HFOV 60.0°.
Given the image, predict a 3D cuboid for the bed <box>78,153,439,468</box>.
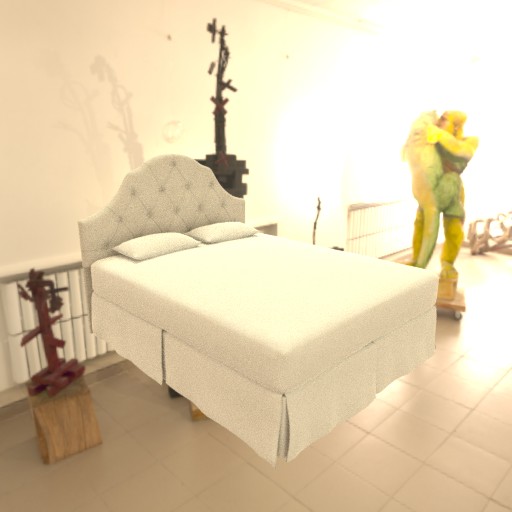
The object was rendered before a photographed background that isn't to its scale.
[{"bbox_3d":[0.000,0.000,3.755,2.039,1.617,2.477,-15,21,-42],"label":"bed"}]
